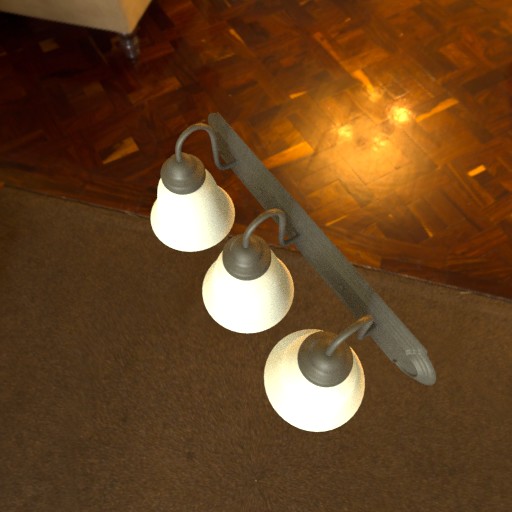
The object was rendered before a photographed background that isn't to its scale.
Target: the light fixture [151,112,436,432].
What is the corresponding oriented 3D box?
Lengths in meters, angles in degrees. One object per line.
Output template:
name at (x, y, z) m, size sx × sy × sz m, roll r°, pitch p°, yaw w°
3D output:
light fixture at (0.000, 0.000, 0.703) m, size 0.199 × 0.222 × 0.610 m, roll -32°, pitch 67°, yaw -15°
